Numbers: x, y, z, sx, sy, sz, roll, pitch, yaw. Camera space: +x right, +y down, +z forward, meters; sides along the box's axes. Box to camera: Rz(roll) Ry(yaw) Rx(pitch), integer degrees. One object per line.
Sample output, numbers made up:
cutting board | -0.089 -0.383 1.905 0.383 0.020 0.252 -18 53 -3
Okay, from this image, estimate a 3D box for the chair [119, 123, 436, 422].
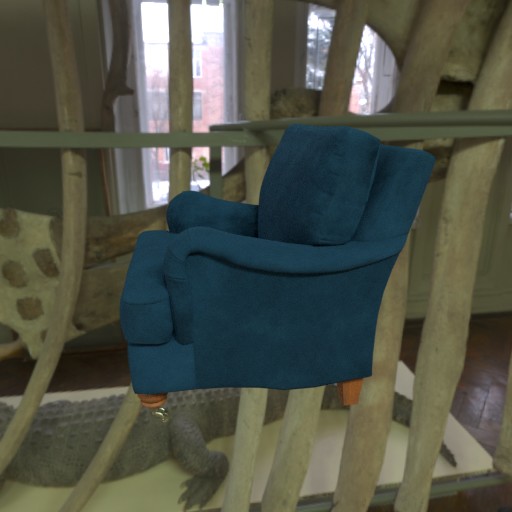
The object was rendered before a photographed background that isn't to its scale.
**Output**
chair | 0.000 0.000 1.896 1.078 1.076 0.895 -3 18 -10
